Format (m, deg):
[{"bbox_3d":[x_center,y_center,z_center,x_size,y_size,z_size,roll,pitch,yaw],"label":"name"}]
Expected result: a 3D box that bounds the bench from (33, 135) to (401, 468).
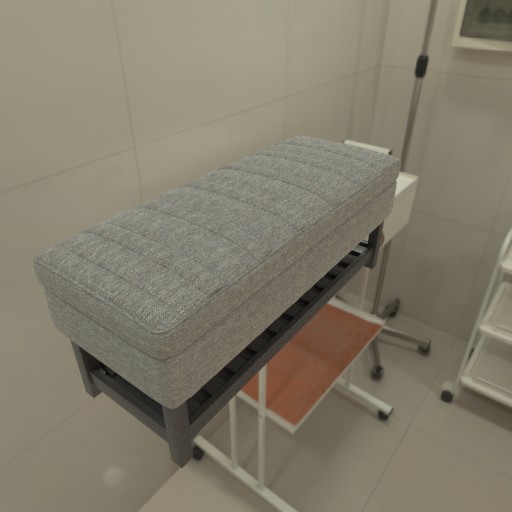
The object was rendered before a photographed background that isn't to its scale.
[{"bbox_3d":[0.000,0.000,1.318,0.429,0.470,1.100,22,39,31],"label":"bench"}]
